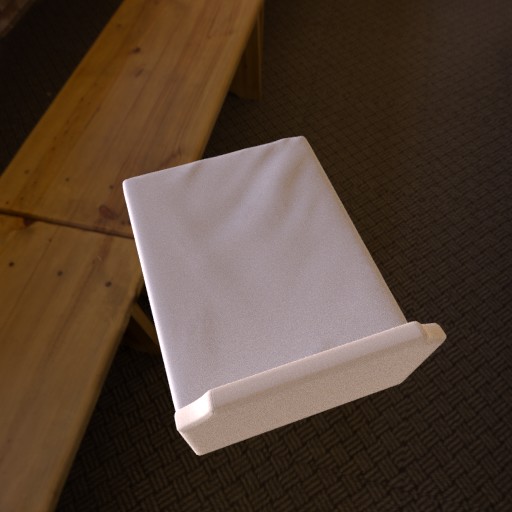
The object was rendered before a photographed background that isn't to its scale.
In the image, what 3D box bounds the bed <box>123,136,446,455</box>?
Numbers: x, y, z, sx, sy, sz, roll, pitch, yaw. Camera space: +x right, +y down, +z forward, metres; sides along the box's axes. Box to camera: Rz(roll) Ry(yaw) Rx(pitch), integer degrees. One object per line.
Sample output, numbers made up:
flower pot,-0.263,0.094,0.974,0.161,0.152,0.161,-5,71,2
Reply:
bed,0.000,0.000,3.716,1.977,1.293,2.498,-16,60,-9
